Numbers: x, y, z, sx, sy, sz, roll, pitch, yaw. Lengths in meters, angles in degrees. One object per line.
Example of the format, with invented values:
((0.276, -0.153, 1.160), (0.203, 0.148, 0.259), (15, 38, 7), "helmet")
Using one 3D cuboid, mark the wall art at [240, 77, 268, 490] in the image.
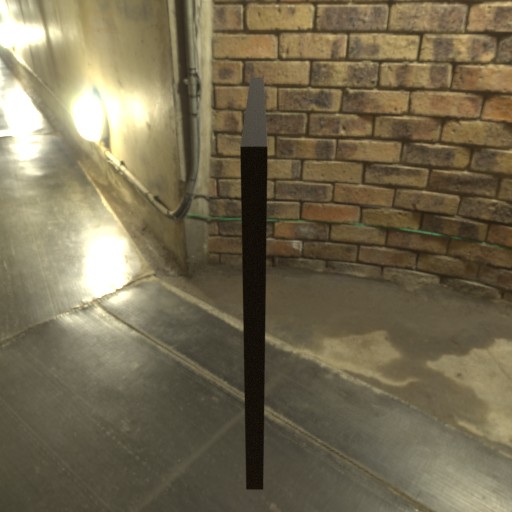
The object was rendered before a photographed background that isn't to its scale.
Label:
((0.000, 0.000, 1.132), (0.038, 0.762, 0.762), (0, 29, 0), "wall art")
